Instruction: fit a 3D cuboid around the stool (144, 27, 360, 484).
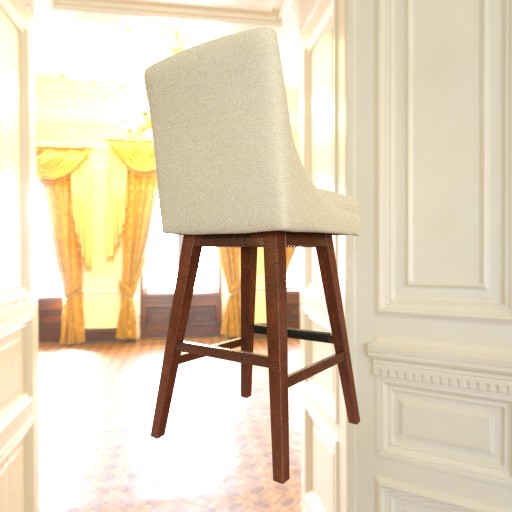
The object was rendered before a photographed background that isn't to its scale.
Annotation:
[{"bbox_3d":[0.000,0.000,1.366,0.470,1.097,0.559,1,1,35],"label":"stool"}]
